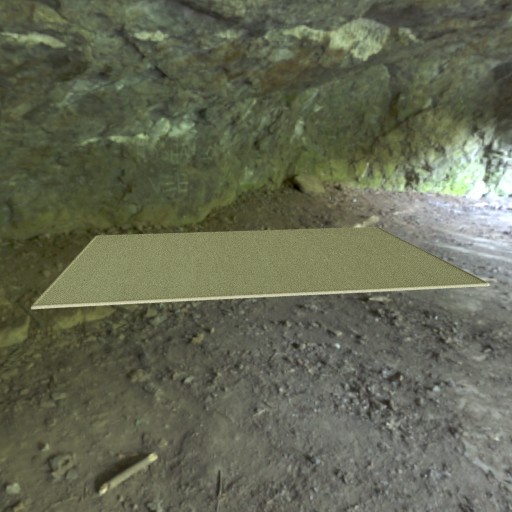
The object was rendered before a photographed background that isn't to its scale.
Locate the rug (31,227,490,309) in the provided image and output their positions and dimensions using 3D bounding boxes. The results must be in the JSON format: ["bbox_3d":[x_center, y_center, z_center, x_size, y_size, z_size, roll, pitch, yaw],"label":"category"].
[{"bbox_3d":[0.000,0.000,2.100,1.676,0.013,1.067,-2,16,-8],"label":"rug"}]
